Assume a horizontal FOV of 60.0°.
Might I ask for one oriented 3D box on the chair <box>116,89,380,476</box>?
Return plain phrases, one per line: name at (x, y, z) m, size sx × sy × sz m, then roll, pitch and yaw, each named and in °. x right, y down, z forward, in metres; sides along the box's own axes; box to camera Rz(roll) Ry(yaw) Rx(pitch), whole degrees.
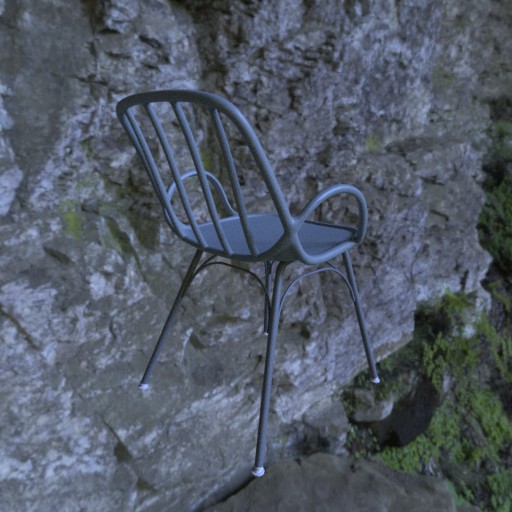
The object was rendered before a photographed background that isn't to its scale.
chair at (0.000, 0.000, 1.208) m, size 0.549 × 0.816 × 0.597 m, roll 15°, pitch 22°, yaw 43°
